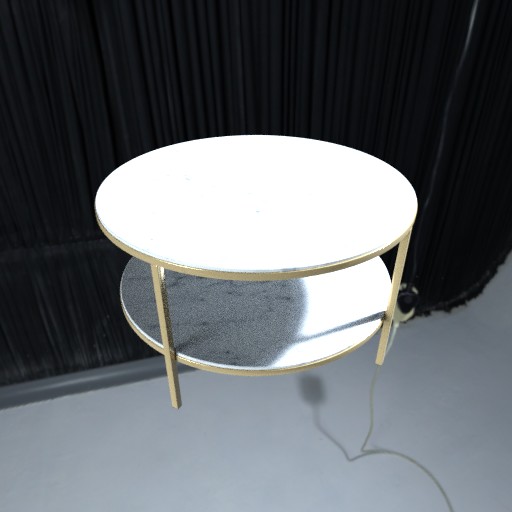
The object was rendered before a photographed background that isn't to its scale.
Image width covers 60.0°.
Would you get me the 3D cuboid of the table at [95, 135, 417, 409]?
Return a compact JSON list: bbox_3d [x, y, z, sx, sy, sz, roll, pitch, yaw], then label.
[{"bbox_3d":[0.000,0.000,1.266,0.800,0.450,0.800,0,33,0],"label":"table"}]
